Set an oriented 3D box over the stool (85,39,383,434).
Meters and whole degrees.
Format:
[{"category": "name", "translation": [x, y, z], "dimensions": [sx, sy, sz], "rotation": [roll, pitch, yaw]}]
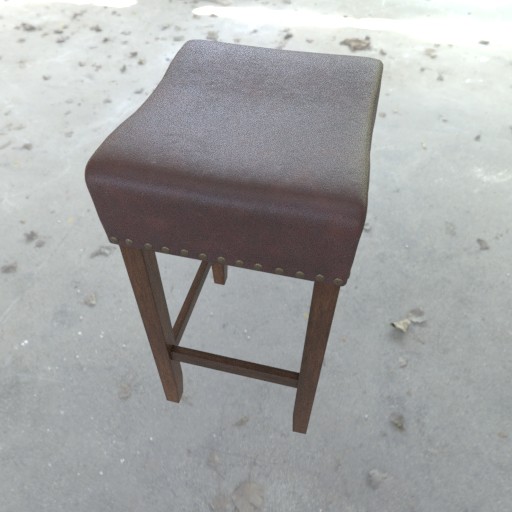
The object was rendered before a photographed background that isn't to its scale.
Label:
[{"category": "stool", "translation": [0.000, 0.000, 1.012], "dimensions": [0.401, 0.769, 0.465], "rotation": [10, 49, 9]}]
